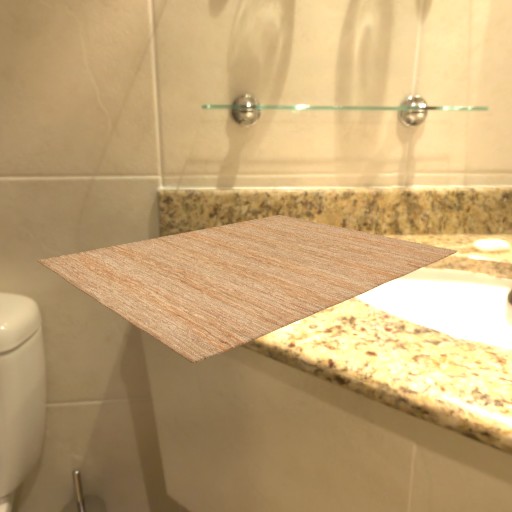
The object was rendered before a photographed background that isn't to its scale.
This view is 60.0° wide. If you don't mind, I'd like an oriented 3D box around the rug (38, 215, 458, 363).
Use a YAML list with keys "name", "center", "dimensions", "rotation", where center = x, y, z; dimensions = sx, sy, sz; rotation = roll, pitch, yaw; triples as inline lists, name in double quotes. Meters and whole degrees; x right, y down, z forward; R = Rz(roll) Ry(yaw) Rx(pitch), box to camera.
- name: "rug"
  center: [0.000, 0.000, 3.897]
  dimensions: [2.939, 0.009, 2.313]
  rotation: [-15, 22, -41]
